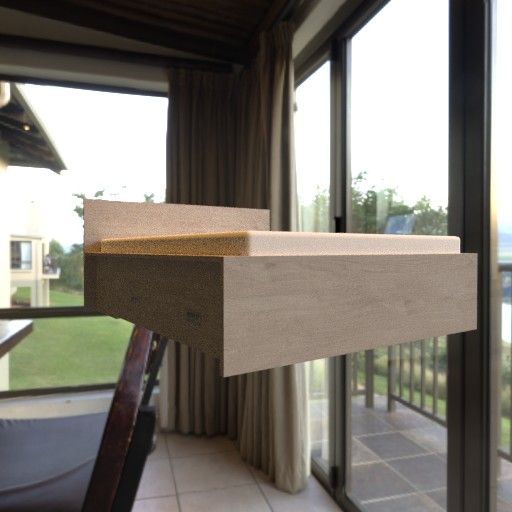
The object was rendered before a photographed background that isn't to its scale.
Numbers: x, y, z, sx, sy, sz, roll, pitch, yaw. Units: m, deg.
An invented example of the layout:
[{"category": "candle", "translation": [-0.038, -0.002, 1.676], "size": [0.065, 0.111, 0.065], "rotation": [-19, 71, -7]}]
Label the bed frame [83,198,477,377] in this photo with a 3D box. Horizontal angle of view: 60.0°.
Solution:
[{"category": "bed frame", "translation": [0.000, 0.000, 2.797], "size": [1.622, 0.800, 1.960], "rotation": [-1, 1, -35]}]
